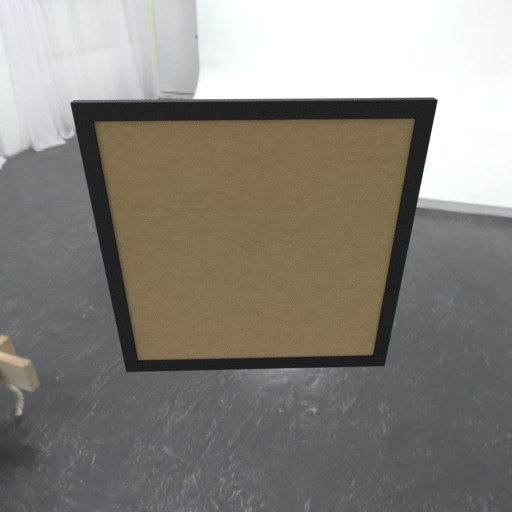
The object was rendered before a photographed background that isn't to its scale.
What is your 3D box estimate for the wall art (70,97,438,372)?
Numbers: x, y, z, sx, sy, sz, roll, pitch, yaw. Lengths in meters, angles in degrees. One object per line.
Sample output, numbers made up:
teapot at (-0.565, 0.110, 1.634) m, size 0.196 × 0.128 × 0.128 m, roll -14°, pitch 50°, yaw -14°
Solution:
wall art at (0.000, 0.000, 0.527) m, size 0.358 × 0.357 × 0.012 m, roll -1°, pitch 31°, yaw -1°
